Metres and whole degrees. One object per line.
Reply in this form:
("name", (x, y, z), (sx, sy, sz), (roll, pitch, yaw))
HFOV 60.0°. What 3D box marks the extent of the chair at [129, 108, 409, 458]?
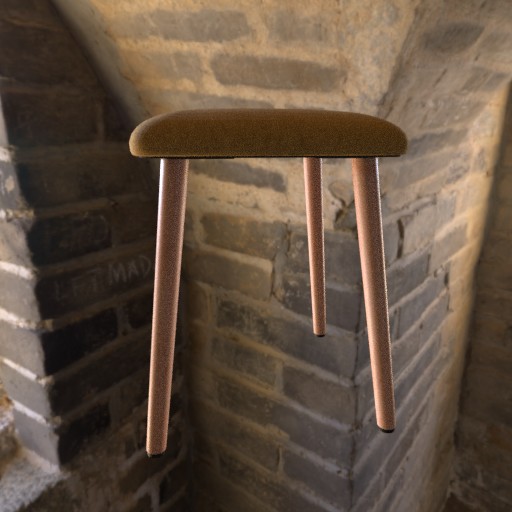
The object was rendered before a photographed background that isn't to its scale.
("chair", (0.000, 0.000, 0.707), (0.350, 0.440, 0.350), (-2, 15, -9))
